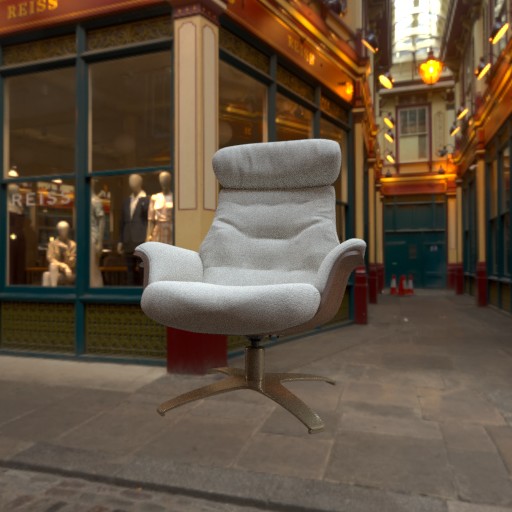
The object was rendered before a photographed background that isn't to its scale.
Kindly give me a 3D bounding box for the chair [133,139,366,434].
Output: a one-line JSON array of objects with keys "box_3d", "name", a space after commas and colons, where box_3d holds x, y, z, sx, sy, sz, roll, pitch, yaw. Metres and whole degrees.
[{"box_3d": [0.000, 0.000, 1.593, 0.785, 0.995, 0.837, 0, 0, 17], "name": "chair"}]
